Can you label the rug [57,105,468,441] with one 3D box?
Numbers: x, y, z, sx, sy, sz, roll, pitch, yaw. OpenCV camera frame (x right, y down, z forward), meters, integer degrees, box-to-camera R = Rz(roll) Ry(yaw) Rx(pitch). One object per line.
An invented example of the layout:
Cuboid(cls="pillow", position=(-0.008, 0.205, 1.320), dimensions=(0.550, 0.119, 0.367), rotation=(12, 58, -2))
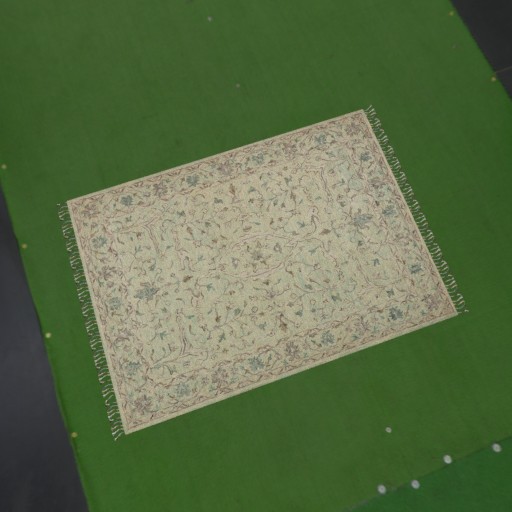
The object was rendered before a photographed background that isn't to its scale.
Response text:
Cuboid(cls="rug", position=(0.000, 0.000, 2.257), dimensions=(1.802, 0.008, 1.247), rotation=(-18, 76, -5))
